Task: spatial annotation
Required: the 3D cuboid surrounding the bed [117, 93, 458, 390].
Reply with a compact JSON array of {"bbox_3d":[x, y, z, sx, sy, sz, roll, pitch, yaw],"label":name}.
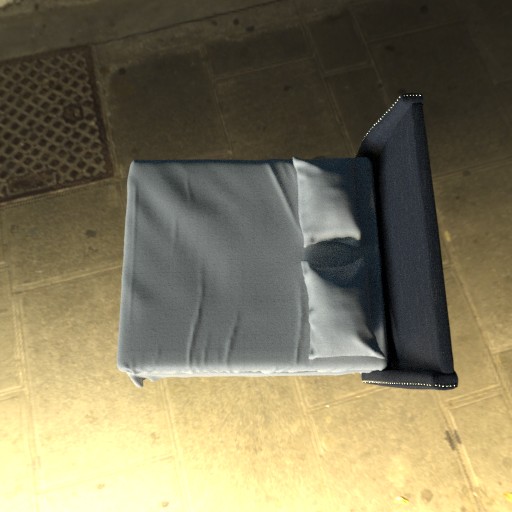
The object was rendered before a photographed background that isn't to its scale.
[{"bbox_3d":[0.000,0.000,3.342,2.276,1.332,1.925,-1,75,0],"label":"bed"}]
